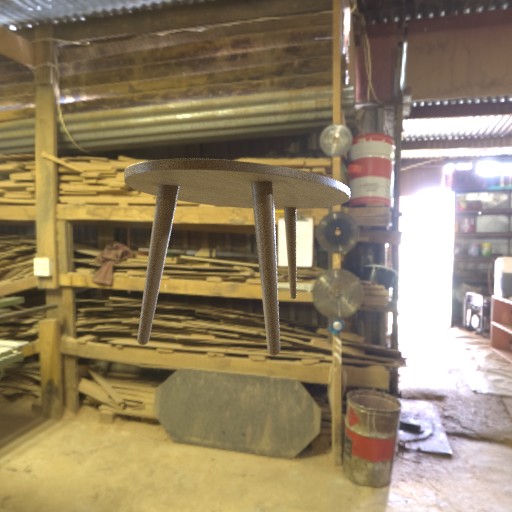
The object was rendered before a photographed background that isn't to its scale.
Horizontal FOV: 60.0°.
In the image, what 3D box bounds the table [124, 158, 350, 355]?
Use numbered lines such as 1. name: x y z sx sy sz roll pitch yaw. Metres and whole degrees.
1. table: 0.000 0.000 1.330 0.542 0.390 1.083 1 2 17
